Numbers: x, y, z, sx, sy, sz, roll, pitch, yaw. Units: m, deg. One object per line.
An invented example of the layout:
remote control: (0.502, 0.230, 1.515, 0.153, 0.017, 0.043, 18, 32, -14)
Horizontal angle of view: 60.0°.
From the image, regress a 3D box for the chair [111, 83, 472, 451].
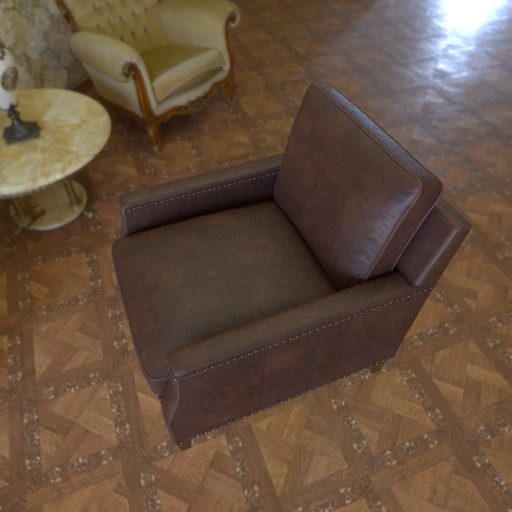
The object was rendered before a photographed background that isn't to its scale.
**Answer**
chair: (0.000, 0.000, 1.651, 1.014, 0.929, 0.853, -17, 49, -15)
